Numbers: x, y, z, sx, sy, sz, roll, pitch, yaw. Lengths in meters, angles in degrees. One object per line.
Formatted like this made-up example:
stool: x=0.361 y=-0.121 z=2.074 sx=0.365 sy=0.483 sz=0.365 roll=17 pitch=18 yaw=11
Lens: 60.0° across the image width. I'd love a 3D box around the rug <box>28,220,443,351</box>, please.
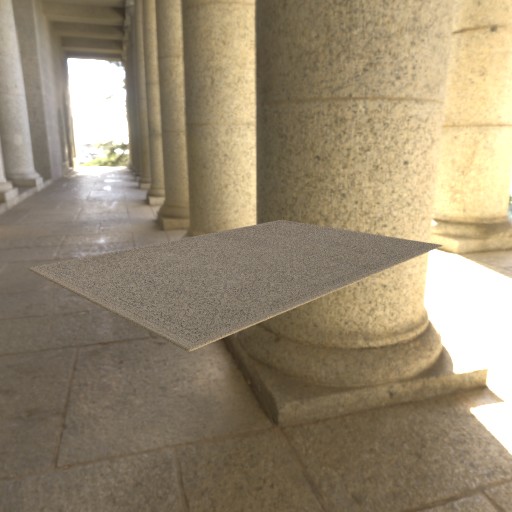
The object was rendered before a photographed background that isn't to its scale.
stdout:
rug: x=0.000 y=0.000 z=2.884 sx=1.524 sy=0.011 sz=2.286 roll=14 pitch=20 yaw=42
